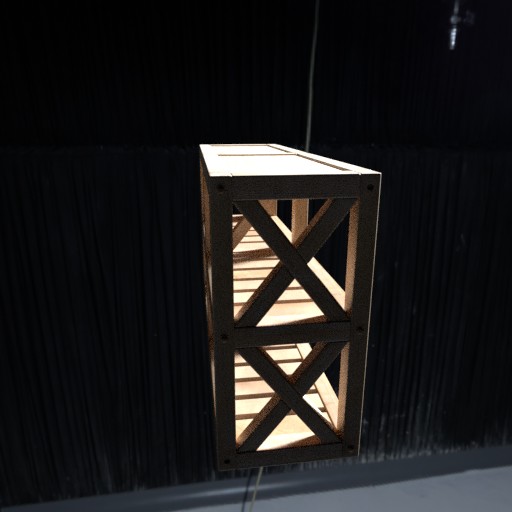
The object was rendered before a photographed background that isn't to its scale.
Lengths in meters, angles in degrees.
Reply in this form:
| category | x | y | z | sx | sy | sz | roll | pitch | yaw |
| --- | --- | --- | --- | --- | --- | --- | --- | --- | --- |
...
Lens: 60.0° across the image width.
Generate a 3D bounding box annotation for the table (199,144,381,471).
| category | x | y | z | sx | sy | sz | roll | pitch | yaw |
| --- | --- | --- | --- | --- | --- | --- | --- | --- | --- |
| table | 0.000 | 0.000 | 1.684 | 0.381 | 0.762 | 1.320 | -2 | 17 | -8 |
